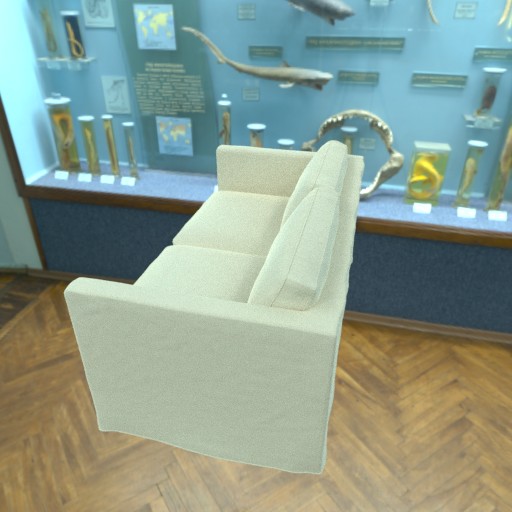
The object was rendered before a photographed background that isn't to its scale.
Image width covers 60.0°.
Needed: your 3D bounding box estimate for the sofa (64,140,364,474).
[{"bbox_3d":[0.000,0.000,2.268,0.962,0.834,1.746,8,32,12],"label":"sofa"}]
